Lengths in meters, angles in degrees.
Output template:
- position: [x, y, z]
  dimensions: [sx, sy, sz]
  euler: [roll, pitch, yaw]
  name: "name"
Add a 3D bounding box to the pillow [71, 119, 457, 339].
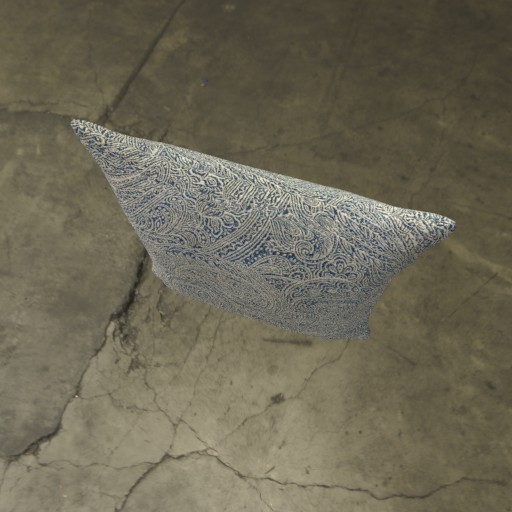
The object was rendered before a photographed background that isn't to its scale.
- position: [0.000, 0.000, 0.789]
  dimensions: [0.523, 0.510, 0.166]
  euler: [17, 65, 8]
  name: "pillow"
